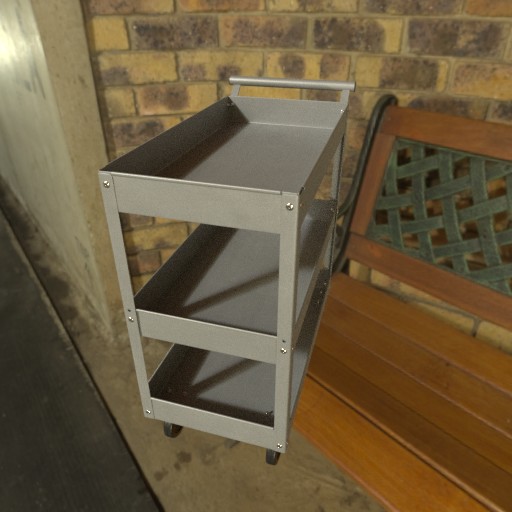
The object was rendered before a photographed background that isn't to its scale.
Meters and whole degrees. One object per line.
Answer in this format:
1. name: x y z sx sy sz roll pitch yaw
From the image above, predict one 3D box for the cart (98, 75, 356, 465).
1. cart: 0.000 0.000 1.175 0.366 0.780 0.719 9 32 14
